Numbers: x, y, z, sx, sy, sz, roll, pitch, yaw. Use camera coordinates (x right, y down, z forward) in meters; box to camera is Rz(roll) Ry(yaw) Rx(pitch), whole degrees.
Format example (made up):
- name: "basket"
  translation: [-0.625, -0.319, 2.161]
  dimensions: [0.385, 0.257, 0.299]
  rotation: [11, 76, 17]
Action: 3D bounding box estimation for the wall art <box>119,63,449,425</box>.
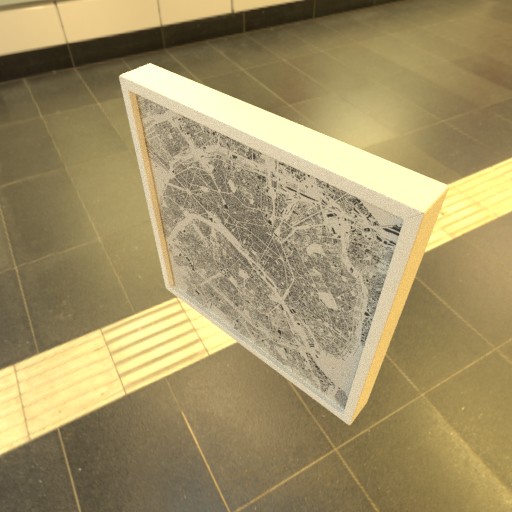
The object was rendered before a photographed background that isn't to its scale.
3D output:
- name: "wall art"
  translation: [0.000, 0.000, 0.459]
  dimensions: [0.305, 0.305, 0.038]
  rotation: [31, 53, 27]
